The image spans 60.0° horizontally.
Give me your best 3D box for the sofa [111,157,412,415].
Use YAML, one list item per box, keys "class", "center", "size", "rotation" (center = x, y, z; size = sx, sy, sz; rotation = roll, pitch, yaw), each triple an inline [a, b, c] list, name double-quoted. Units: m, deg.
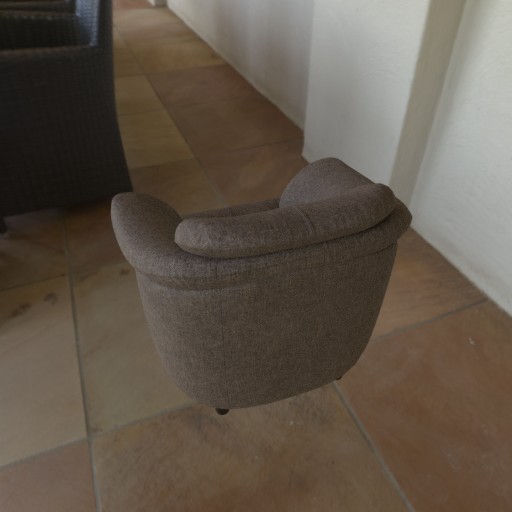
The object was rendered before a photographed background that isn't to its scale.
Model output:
- class: "sofa"
  center: [0.000, 0.000, 1.504]
  size: [0.870, 0.811, 0.794]
  rotation: [-12, 42, -14]
